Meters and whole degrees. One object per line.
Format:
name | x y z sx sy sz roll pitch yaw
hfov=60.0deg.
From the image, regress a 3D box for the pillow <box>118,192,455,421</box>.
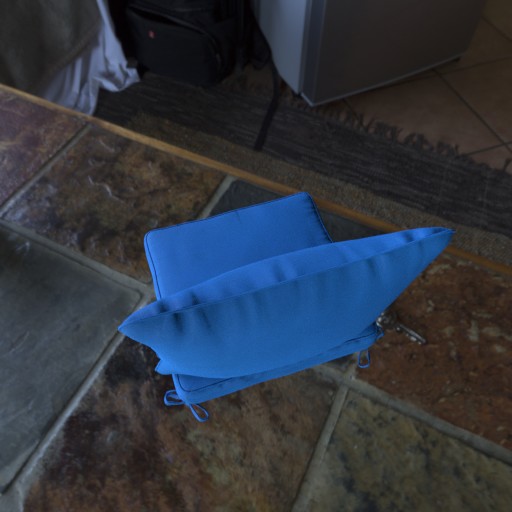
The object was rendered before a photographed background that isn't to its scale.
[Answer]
pillow | 0.000 0.000 1.377 0.798 0.725 0.733 -15 60 -9
